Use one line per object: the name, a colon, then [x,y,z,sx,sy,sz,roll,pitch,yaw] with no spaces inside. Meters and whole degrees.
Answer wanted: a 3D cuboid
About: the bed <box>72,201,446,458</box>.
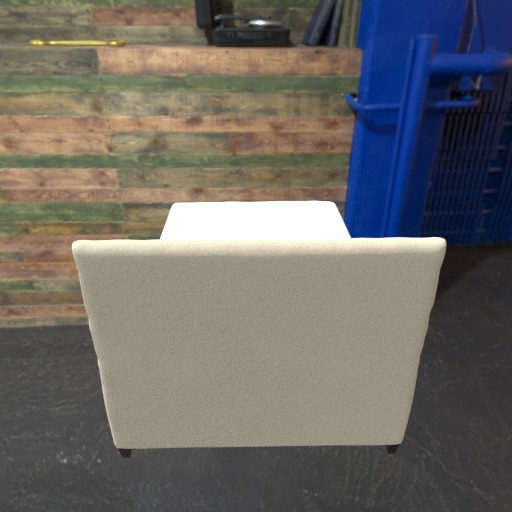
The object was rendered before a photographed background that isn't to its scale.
bed: [0.000,0.000,3.316,1.698,1.427,2.387,0,29,-1]
